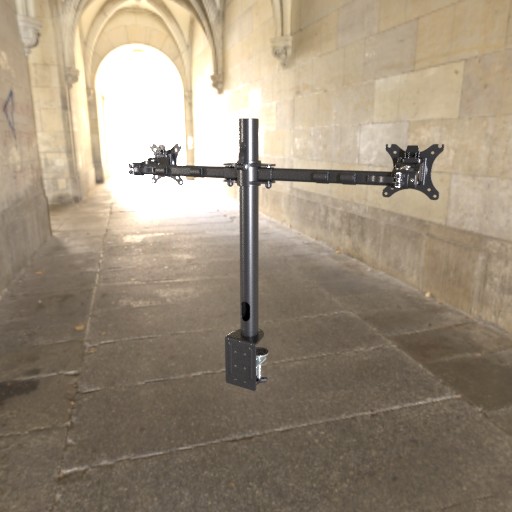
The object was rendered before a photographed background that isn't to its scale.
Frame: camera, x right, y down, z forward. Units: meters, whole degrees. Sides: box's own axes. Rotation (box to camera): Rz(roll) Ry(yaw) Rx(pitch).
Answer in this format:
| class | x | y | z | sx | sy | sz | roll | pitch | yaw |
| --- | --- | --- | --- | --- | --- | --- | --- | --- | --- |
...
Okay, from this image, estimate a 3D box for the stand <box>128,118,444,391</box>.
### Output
| class | x | y | z | sx | sy | sz | roll | pitch | yaw |
| --- | --- | --- | --- | --- | --- | --- | --- | --- | --- |
| stand | 0.000 | 0.000 | 1.023 | 0.743 | 0.603 | 0.150 | 8 | 16 | 28 |
